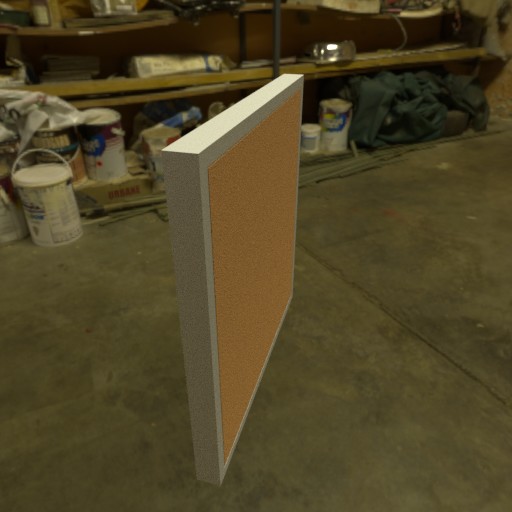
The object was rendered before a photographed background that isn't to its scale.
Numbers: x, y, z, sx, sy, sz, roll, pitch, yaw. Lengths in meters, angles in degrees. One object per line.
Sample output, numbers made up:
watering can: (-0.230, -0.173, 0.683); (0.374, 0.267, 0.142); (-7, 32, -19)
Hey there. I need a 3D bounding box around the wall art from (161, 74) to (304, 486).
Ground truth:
wall art: (0.000, 0.000, 0.748); (0.038, 0.506, 0.506); (8, 31, 14)
